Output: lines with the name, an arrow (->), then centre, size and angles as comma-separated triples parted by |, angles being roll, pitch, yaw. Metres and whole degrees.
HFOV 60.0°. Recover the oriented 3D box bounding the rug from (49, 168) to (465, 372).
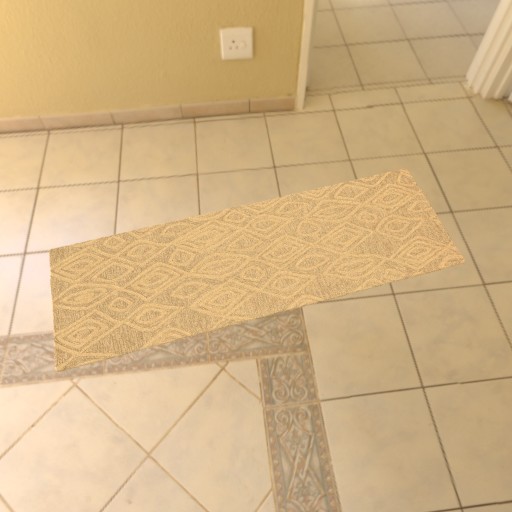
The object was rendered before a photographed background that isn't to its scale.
rug -> 0.000, 0.000, 2.715 | 2.436, 0.013, 0.807 | -14, 59, -8
